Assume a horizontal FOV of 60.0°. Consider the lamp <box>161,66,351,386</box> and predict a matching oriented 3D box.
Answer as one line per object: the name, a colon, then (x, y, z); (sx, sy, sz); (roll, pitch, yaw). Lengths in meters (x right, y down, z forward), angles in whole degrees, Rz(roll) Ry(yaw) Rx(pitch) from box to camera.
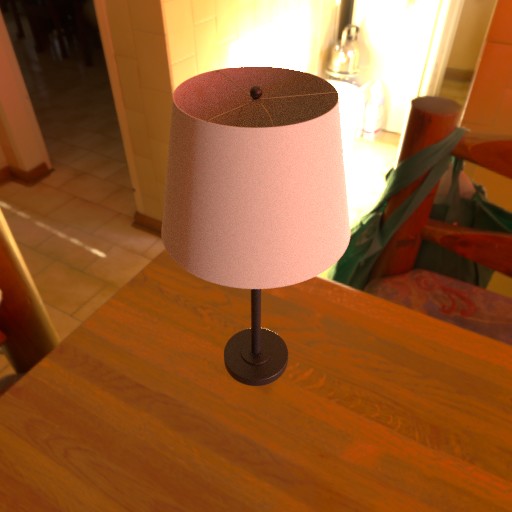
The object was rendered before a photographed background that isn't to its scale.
lamp: (0.000, 0.000, 0.916); (0.363, 0.696, 0.363); (0, 40, 0)
